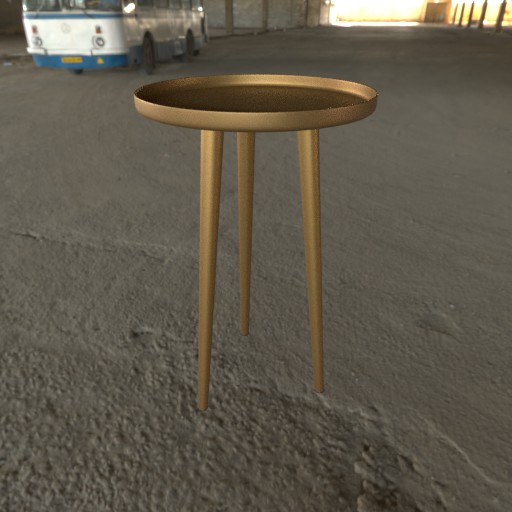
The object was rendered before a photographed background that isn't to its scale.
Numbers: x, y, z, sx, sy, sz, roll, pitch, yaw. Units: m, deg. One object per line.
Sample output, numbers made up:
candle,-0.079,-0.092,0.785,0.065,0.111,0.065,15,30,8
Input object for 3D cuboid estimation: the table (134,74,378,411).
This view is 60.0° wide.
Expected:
table,0.000,0.000,0.673,0.299,0.480,0.299,8,30,14
